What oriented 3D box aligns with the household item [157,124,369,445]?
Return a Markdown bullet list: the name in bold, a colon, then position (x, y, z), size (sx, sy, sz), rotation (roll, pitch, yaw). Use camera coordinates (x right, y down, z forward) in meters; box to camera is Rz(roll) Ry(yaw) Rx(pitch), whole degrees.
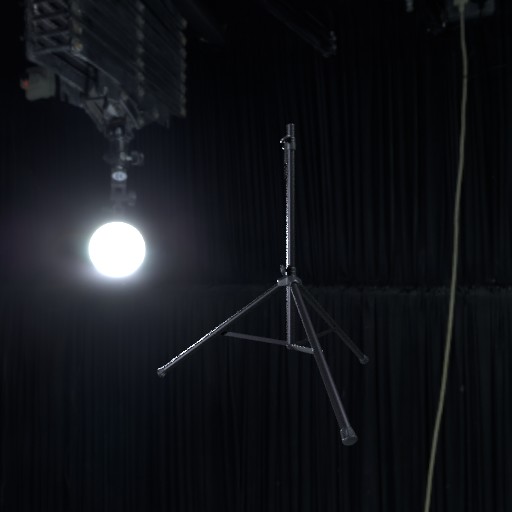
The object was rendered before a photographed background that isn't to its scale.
- **household item**: position (0.000, 0.000, 2.762), size (1.339, 1.595, 1.596), rotation (0, -1, 17)
